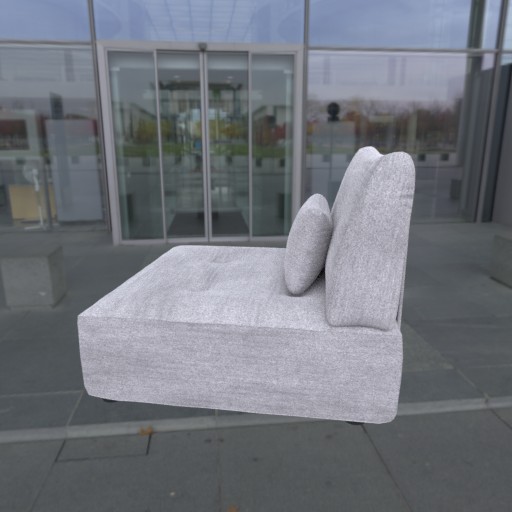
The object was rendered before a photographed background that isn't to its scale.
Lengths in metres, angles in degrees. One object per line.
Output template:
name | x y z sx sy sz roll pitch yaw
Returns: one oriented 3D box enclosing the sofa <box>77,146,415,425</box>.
sofa | 0.000 0.000 1.733 1.000 0.820 0.930 2 15 8
